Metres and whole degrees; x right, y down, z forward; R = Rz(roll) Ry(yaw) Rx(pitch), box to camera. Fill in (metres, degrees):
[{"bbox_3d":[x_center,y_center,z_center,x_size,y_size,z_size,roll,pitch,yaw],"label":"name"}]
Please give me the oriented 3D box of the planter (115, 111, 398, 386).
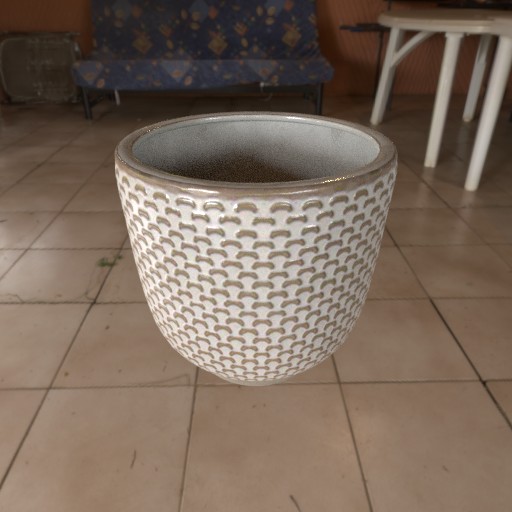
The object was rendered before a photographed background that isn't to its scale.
[{"bbox_3d":[0.000,0.000,0.361,0.197,0.191,0.197,0,30,0],"label":"planter"}]
